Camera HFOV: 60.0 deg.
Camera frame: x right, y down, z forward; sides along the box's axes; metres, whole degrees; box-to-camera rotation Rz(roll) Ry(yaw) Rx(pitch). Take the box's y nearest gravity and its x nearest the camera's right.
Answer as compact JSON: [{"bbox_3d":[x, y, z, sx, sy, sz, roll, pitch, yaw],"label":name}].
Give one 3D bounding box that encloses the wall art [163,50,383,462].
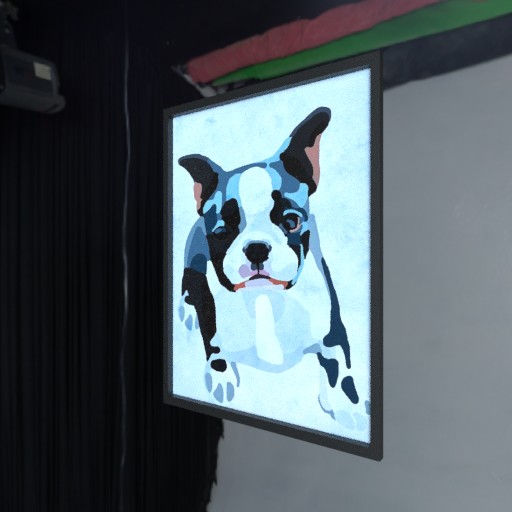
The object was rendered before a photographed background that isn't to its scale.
[{"bbox_3d":[0.000,0.000,1.340,0.774,1.027,0.030,0,0,35],"label":"wall art"}]
